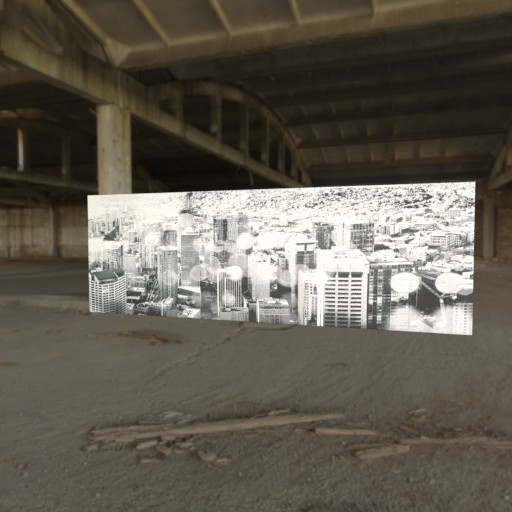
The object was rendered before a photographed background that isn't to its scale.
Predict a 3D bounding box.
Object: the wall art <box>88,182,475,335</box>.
[{"bbox_3d":[0.000,0.000,1.714,1.520,0.507,0.044,1,2,18],"label":"wall art"}]
